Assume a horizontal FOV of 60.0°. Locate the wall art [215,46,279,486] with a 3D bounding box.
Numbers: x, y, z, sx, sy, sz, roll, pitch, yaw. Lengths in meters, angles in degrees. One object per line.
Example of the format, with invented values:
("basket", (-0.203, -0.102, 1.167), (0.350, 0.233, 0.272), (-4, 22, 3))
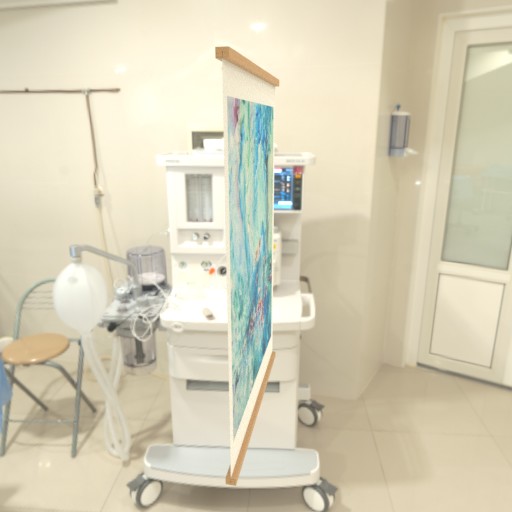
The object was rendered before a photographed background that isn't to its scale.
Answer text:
("wall art", (0.000, 0.000, 0.649), (0.013, 0.510, 0.335), (3, 17, 11))
